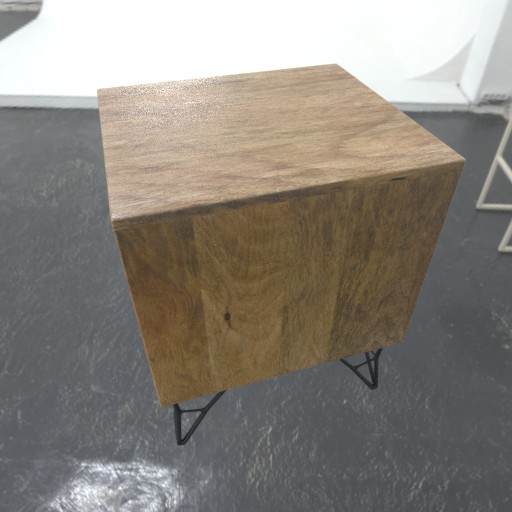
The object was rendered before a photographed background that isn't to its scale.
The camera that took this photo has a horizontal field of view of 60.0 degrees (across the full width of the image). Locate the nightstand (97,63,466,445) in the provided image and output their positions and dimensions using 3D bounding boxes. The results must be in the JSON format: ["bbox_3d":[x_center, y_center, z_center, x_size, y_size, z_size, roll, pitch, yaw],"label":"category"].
[{"bbox_3d":[0.000,0.000,0.862,0.457,0.559,0.406,-12,42,-13],"label":"nightstand"}]
